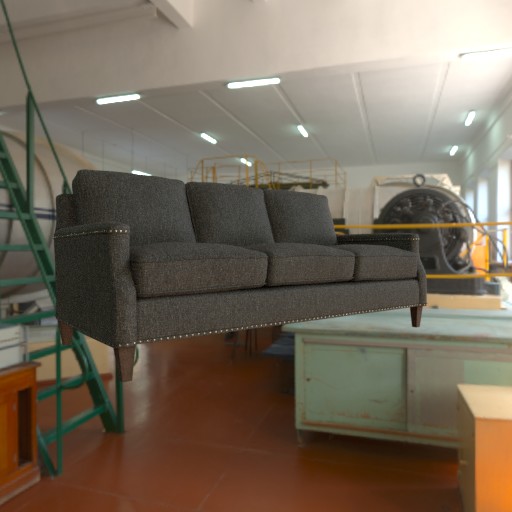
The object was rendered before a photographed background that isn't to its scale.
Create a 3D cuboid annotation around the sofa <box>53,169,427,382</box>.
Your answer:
[{"bbox_3d":[0.000,0.000,2.840,2.246,1.003,1.084,-1,1,-38],"label":"sofa"}]
